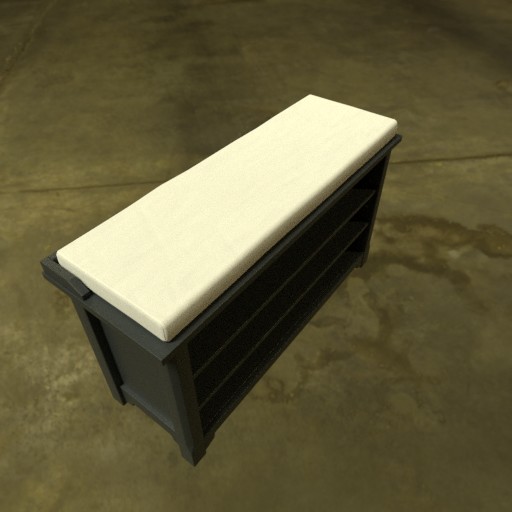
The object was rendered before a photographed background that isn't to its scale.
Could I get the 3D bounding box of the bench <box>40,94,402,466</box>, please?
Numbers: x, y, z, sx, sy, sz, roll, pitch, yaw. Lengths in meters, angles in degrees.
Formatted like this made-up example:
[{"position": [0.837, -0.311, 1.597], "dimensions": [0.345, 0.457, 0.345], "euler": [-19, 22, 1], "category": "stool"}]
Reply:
[{"position": [0.000, 0.000, 1.247], "dimensions": [0.345, 0.561, 0.973], "euler": [27, 50, 26], "category": "bench"}]
